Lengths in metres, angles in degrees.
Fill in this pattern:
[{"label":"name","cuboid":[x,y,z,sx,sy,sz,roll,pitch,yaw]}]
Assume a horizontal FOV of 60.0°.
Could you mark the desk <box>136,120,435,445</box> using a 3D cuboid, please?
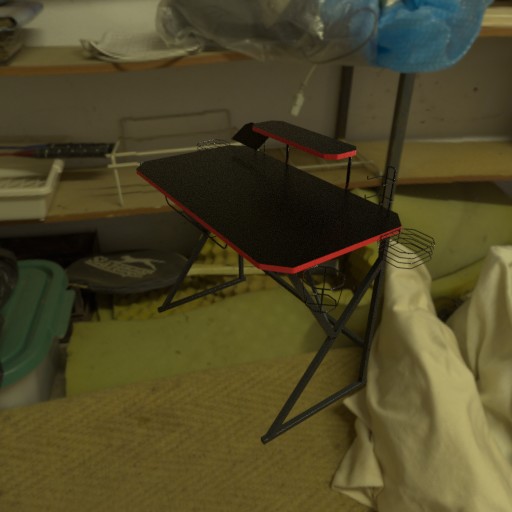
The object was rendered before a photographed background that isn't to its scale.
[{"label":"desk","cuboid":[0.000,0.000,1.794,0.588,0.913,1.280,-19,36,-29]}]
